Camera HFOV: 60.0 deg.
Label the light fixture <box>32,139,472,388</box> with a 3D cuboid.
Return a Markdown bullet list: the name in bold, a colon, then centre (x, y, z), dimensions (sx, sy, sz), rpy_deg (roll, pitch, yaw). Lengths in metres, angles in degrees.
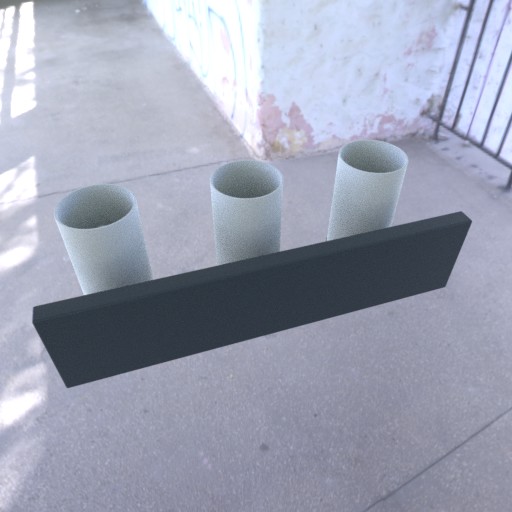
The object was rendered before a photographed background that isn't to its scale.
- **light fixture**: centre (0.000, 0.000, 0.514), dimensions (0.451, 0.172, 0.145), rpy_deg (-13, 44, -14)
